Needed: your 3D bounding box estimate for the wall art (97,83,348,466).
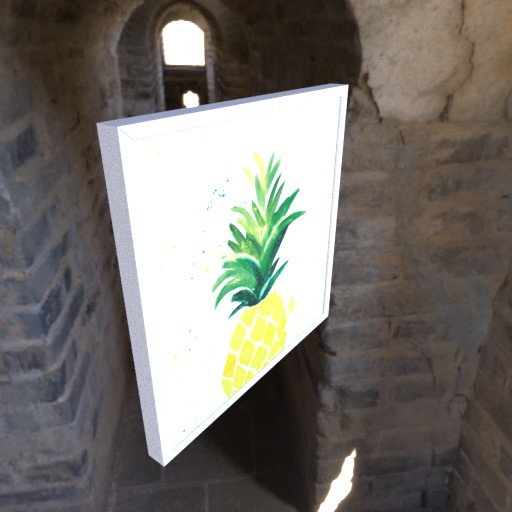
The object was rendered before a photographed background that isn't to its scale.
[{"bbox_3d":[0.000,0.000,0.753,0.035,0.507,0.508,19,32,33],"label":"wall art"}]
